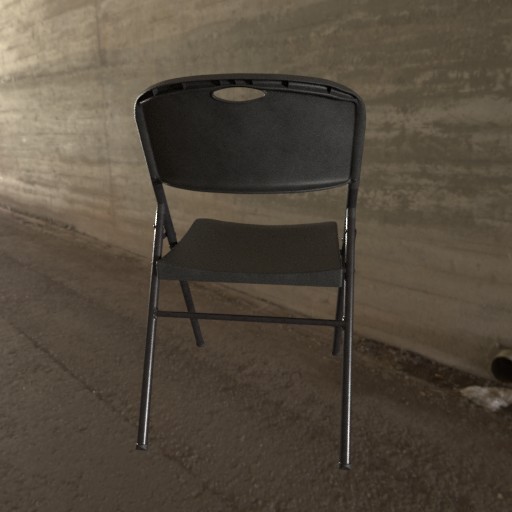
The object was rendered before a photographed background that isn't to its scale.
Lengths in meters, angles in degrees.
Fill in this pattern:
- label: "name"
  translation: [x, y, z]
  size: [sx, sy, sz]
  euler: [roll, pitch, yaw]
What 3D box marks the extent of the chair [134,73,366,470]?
- label: "chair"
  translation: [0.000, 0.000, 1.144]
  size: [0.494, 0.810, 0.566]
  euler: [2, 15, 8]
